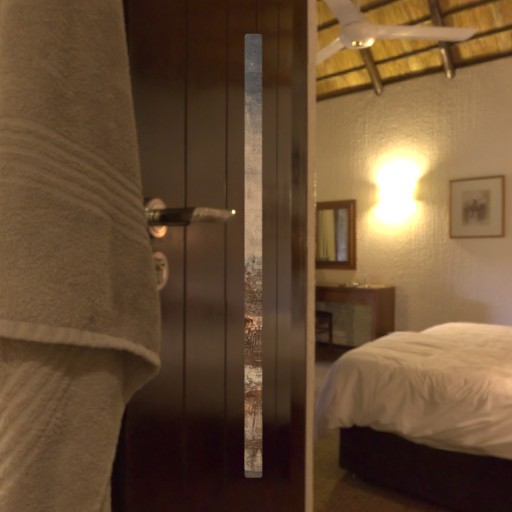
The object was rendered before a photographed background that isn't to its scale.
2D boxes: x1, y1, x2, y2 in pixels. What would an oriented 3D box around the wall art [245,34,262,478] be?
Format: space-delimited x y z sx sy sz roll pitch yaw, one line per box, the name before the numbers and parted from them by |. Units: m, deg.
wall art | 0.000 0.000 1.338 0.035 0.897 0.888 0 0 1
